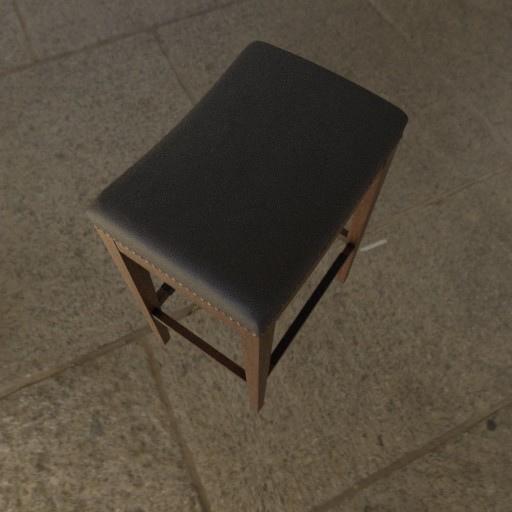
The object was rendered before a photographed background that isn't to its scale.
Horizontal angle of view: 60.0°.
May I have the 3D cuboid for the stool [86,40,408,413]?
[{"bbox_3d":[0.000,0.000,1.024,0.361,0.765,0.500,32,69,14],"label":"stool"}]
